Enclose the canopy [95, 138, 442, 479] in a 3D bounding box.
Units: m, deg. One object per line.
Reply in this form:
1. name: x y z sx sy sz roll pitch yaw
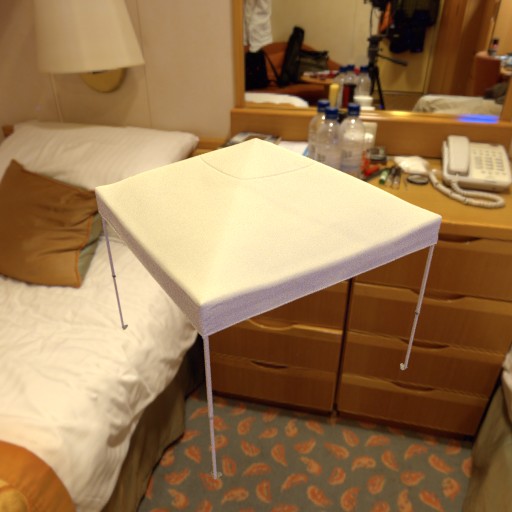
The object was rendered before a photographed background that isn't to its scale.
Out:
1. canopy: 0.000 0.000 5.629 2.996 2.997 2.998 -18 35 -28
